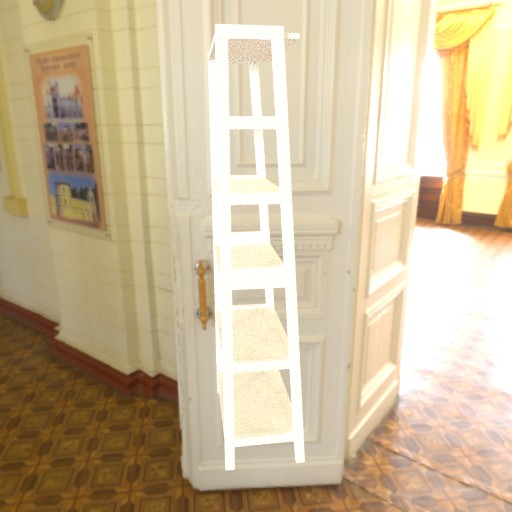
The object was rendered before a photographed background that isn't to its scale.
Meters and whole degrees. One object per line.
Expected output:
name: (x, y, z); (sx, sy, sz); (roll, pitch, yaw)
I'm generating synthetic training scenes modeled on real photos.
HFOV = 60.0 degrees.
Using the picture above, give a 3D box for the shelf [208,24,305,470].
shelf: (0.000, 0.000, 2.148); (0.381, 1.892, 0.660); (-2, 17, -8)
